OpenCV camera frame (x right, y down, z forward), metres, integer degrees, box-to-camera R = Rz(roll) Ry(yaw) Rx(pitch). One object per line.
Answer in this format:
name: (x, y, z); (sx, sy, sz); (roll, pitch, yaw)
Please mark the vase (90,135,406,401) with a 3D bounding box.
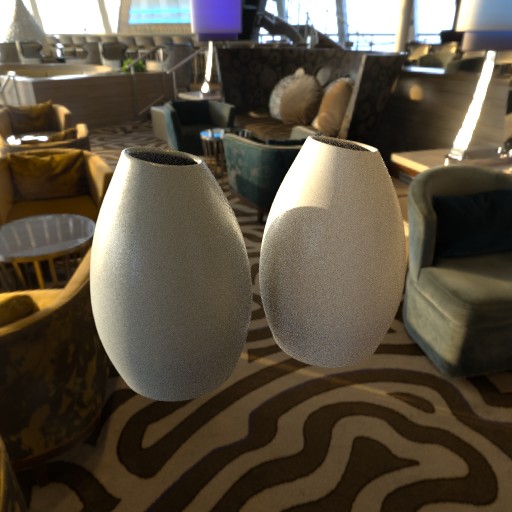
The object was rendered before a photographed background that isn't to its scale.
vase: (0.000, 0.000, 0.259); (0.187, 0.131, 0.089); (-8, 27, -15)
